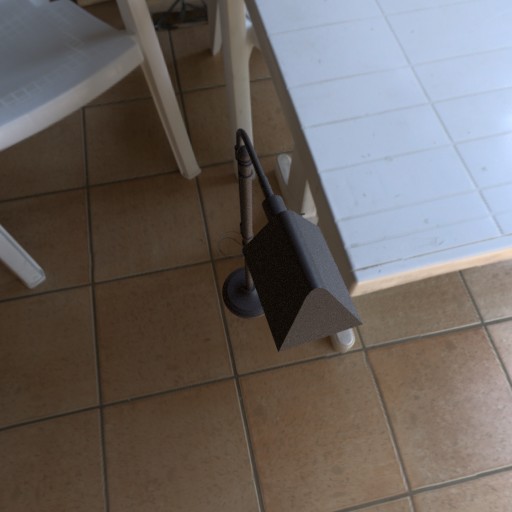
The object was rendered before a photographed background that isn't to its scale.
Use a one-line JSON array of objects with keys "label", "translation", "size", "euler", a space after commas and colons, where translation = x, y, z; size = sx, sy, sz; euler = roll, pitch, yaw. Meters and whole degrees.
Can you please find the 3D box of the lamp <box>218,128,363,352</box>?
[{"label": "lamp", "translation": [0.000, 0.000, 0.946], "size": [0.159, 0.708, 0.545], "euler": [-16, 65, -8]}]
